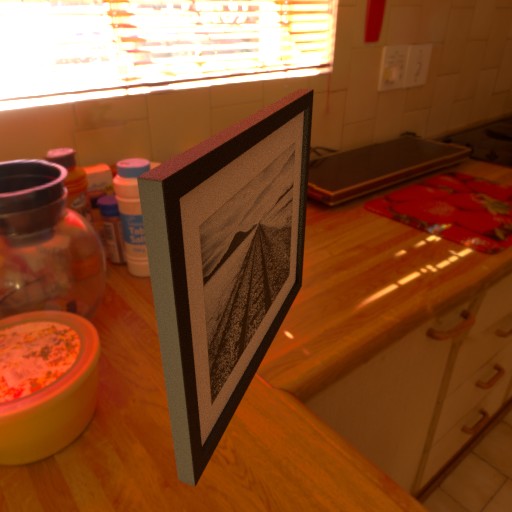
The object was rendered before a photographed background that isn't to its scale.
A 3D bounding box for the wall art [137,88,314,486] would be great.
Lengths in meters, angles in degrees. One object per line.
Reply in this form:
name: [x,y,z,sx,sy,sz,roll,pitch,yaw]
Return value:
wall art: [0.000,0.000,0.752,0.029,0.458,0.559,11,31,18]
